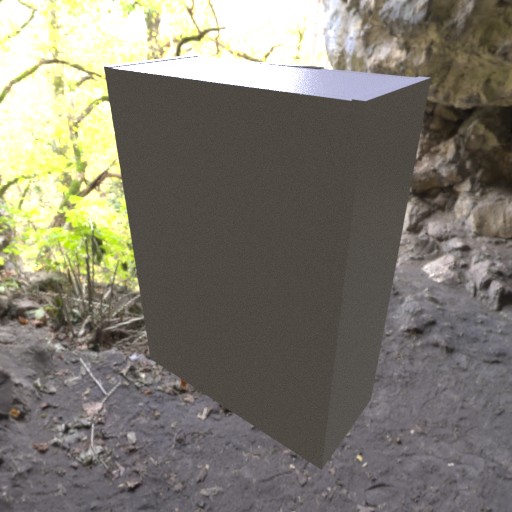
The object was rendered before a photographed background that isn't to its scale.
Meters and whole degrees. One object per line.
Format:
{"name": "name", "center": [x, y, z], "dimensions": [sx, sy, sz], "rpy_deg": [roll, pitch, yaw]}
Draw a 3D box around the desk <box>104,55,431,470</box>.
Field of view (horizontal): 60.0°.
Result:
{"name": "desk", "center": [0.000, 0.000, 1.532], "dimensions": [0.850, 1.190, 0.390], "rpy_deg": [21, 36, 32]}
